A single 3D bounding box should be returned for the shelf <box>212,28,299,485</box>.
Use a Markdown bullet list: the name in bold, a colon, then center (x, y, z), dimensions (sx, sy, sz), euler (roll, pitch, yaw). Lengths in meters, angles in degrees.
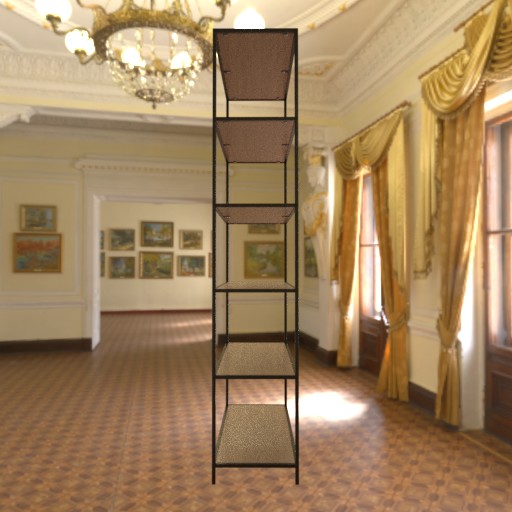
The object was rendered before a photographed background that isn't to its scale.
- **shelf**: center (0.000, 0.000, 2.181), dimensions (0.350, 1.850, 0.770), euler (0, -1, 0)
